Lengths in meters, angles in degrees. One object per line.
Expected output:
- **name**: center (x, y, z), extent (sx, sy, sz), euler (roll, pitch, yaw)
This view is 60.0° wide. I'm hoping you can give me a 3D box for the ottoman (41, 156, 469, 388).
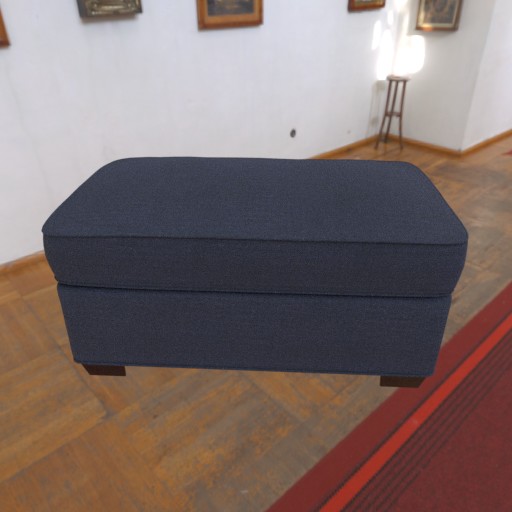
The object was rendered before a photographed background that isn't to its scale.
- **ottoman**: center (0.000, 0.000, 1.178), extent (0.895, 0.453, 0.505), euler (2, 31, 3)
